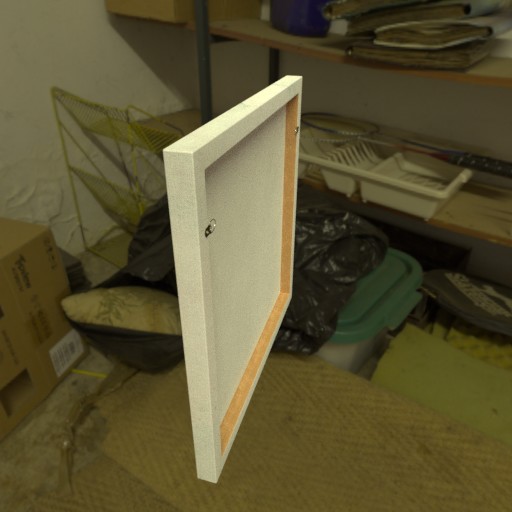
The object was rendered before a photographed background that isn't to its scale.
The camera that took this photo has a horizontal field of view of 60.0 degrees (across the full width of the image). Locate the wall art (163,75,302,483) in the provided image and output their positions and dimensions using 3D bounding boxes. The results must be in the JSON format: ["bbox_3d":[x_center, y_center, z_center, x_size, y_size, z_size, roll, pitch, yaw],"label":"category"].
[{"bbox_3d":[0.000,0.000,0.909,0.040,0.612,0.612,9,31,15],"label":"wall art"}]
